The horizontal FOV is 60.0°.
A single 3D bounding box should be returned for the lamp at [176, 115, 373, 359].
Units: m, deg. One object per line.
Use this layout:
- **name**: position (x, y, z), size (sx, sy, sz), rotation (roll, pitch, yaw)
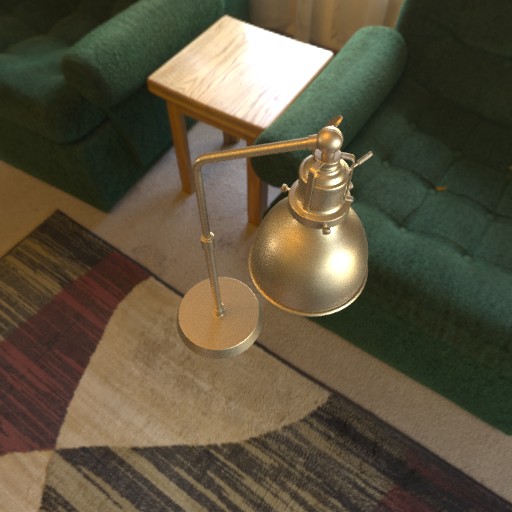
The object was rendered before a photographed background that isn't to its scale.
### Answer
- **lamp**: position (0.000, 0.000, 0.582), size (0.286, 0.456, 0.153), rotation (14, 58, 9)
